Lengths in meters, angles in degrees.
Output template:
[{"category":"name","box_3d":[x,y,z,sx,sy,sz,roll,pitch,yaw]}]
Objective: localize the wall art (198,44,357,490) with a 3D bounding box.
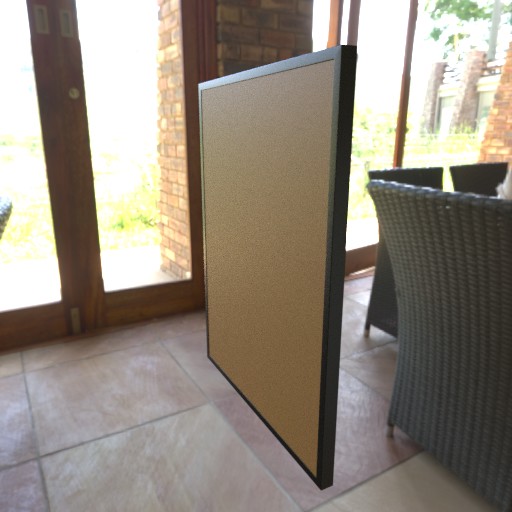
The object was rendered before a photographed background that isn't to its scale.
[{"category":"wall art","box_3d":[0.000,0.000,1.360,0.039,1.061,0.804,-8,17,-26]}]
